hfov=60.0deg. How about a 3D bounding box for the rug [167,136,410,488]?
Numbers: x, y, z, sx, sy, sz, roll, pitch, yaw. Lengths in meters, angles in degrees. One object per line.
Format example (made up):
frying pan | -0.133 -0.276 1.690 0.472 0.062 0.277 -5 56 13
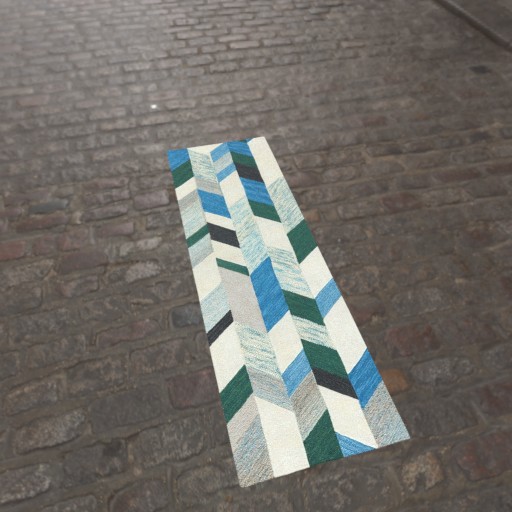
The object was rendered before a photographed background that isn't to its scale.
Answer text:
rug | 0.000 0.000 2.657 0.774 0.008 2.437 -11 49 -10
